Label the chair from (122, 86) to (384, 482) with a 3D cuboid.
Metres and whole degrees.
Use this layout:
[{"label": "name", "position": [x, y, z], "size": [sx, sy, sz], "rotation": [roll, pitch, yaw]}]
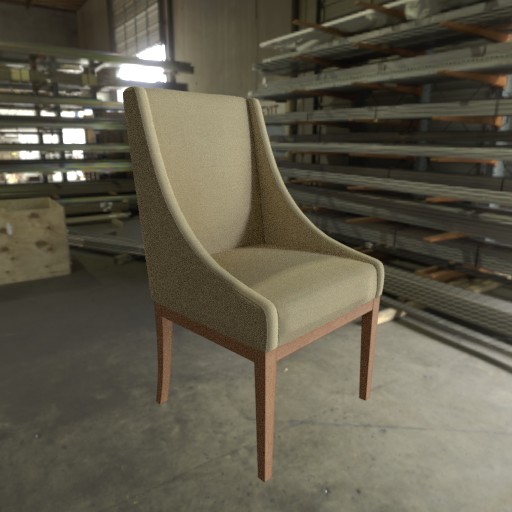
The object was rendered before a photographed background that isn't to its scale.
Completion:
[{"label": "chair", "position": [0.000, 0.000, 1.417], "size": [0.611, 1.021, 0.575], "rotation": [13, 19, 41]}]
